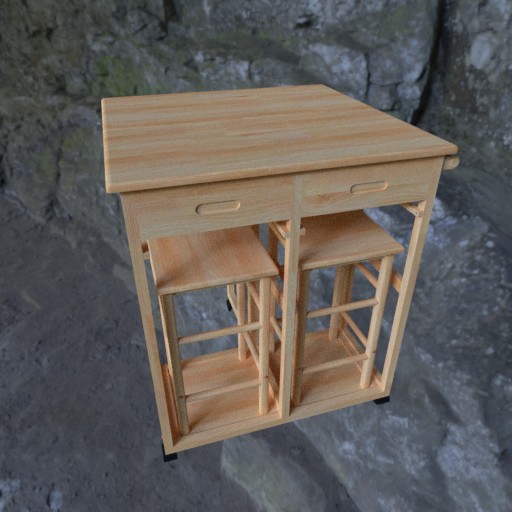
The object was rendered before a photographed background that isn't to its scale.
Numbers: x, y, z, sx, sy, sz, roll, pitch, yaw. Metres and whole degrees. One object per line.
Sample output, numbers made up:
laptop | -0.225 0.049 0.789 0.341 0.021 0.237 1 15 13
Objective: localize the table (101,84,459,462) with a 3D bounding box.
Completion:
table | 0.000 0.000 1.349 0.752 0.832 0.693 -9 33 -14
